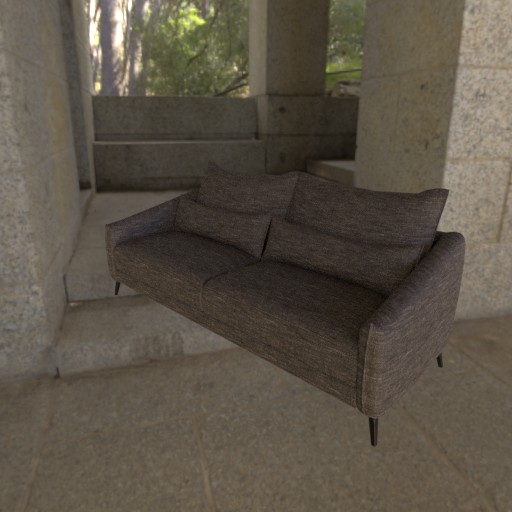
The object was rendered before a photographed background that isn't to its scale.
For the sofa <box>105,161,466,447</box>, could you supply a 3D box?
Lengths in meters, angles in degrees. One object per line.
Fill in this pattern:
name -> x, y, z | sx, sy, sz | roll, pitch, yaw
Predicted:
sofa -> 0.000, 0.000, 2.403 | 0.807, 0.843, 2.019 | -17, 24, -41
